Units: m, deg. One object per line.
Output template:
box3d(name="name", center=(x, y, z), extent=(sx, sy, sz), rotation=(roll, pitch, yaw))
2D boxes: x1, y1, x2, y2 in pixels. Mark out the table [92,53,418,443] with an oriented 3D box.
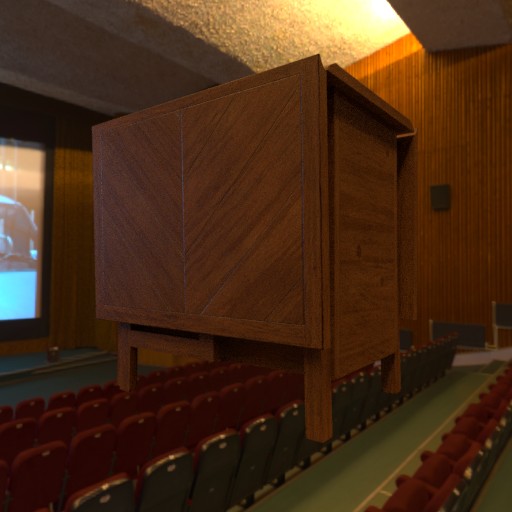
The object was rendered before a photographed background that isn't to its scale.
box3d(name="table", center=(0.000, 0.000, 1.287), extent=(0.746, 0.763, 0.591), rotation=(-1, -1, 37))
